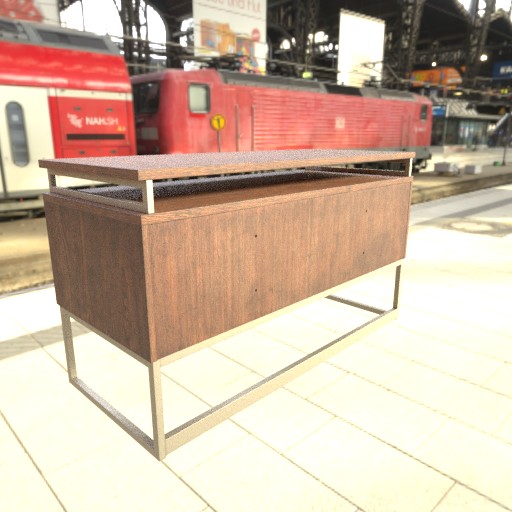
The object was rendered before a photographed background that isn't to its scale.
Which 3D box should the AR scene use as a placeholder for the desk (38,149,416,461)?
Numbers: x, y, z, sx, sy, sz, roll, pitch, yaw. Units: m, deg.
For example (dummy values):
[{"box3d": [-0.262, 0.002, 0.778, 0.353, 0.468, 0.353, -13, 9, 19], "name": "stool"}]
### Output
[{"box3d": [0.000, 0.000, 1.782, 0.610, 0.792, 1.384, 15, 21, 42], "name": "desk"}]
